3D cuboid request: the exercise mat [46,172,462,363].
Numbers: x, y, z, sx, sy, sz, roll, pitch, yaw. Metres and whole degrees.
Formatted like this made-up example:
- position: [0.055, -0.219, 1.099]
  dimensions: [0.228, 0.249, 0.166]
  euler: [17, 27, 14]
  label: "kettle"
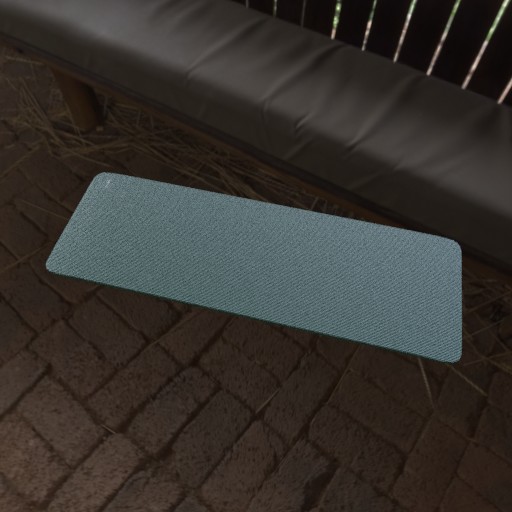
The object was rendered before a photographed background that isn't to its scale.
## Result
- position: [0.000, 0.000, 2.067]
  dimensions: [1.869, 0.021, 0.616]
  euler: [12, 60, 7]
  label: "exercise mat"
